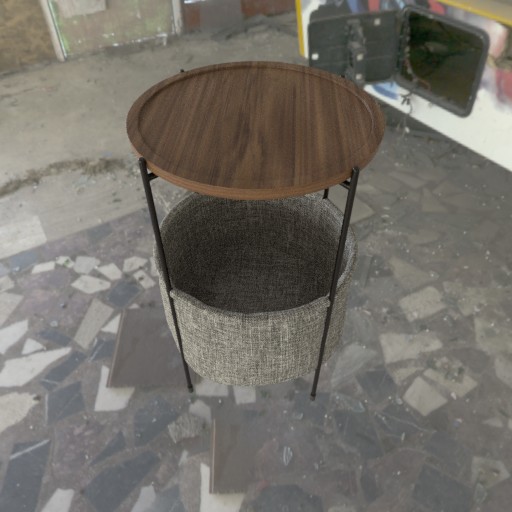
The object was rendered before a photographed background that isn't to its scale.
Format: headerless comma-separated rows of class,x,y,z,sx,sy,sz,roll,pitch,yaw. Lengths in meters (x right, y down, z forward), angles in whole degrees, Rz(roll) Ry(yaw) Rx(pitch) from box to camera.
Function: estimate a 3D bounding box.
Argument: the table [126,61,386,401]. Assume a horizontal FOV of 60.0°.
table,0.000,0.000,0.892,0.400,0.623,0.400,3,45,3
